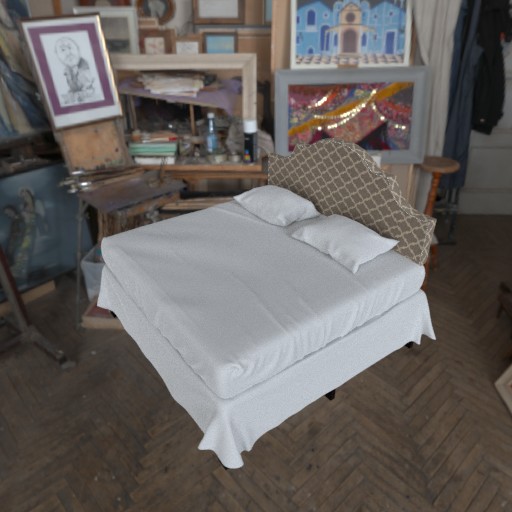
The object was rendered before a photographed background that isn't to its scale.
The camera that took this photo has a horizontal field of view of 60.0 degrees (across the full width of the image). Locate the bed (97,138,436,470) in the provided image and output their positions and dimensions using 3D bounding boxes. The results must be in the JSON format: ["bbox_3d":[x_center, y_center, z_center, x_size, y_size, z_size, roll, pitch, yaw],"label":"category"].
[{"bbox_3d":[0.000,0.000,3.701,2.222,1.601,2.314,-21,37,-31],"label":"bed"}]
